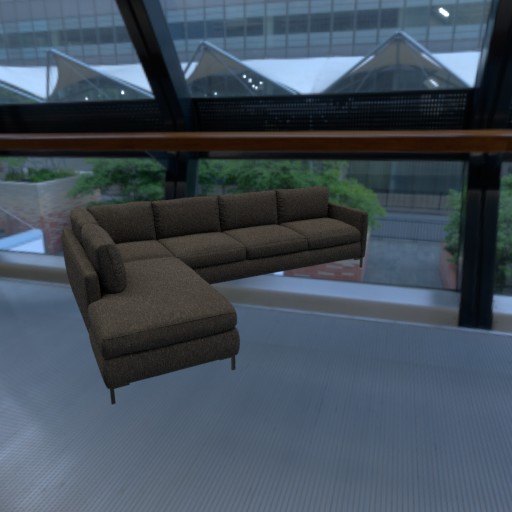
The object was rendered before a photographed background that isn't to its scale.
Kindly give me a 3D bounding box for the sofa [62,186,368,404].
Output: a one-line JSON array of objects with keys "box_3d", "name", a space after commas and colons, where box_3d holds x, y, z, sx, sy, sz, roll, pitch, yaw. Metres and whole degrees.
[{"box_3d": [0.000, 0.000, 3.843, 2.949, 0.815, 2.007, -9, 20, -27], "name": "sofa"}]
